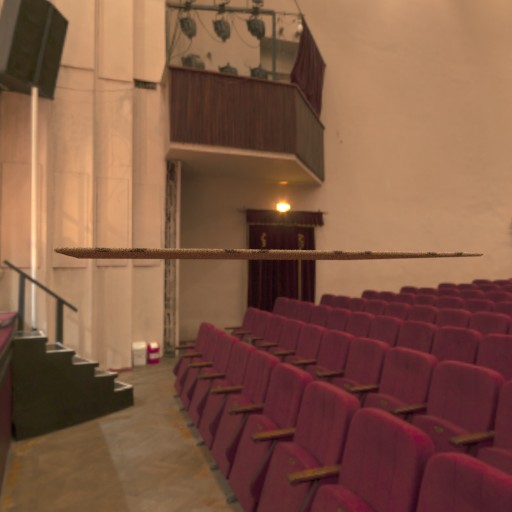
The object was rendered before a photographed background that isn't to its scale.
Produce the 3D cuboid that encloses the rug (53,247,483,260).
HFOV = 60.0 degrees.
[{"bbox_3d":[0.000,0.000,3.450,2.701,0.026,1.801,0,-2,-18],"label":"rug"}]
